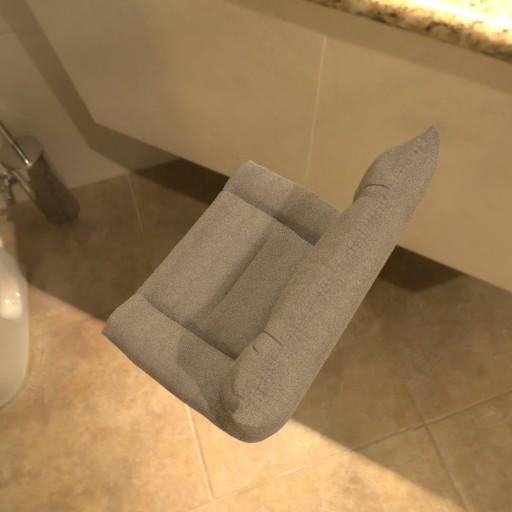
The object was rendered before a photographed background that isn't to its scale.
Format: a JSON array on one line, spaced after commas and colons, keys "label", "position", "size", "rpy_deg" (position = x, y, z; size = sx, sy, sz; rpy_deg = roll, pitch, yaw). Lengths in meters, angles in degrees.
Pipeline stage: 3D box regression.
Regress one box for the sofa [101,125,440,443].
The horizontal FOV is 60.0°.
[{"label": "sofa", "position": [0.000, 0.000, 1.699], "size": [0.847, 0.795, 1.144], "rpy_deg": [31, 68, 14]}]
